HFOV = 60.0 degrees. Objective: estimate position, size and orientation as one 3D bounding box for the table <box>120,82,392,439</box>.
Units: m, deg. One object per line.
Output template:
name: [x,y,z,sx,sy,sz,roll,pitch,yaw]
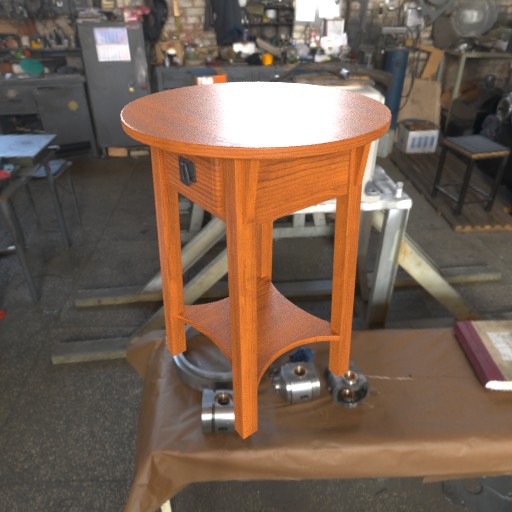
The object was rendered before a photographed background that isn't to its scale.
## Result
table: [0.000,0.000,0.930,0.457,0.610,0.457,0,31,0]
